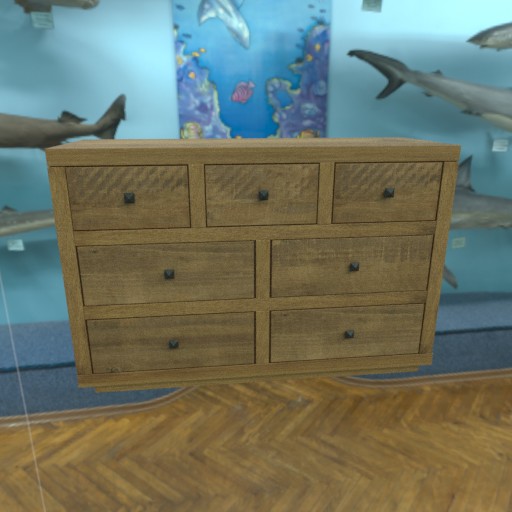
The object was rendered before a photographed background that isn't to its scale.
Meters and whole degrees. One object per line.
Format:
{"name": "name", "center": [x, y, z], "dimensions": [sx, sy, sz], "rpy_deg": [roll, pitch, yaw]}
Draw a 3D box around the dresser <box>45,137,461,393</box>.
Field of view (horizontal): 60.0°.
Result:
{"name": "dresser", "center": [0.000, 0.000, 1.656], "dimensions": [1.261, 0.825, 0.479], "rpy_deg": [-2, 18, -6]}
